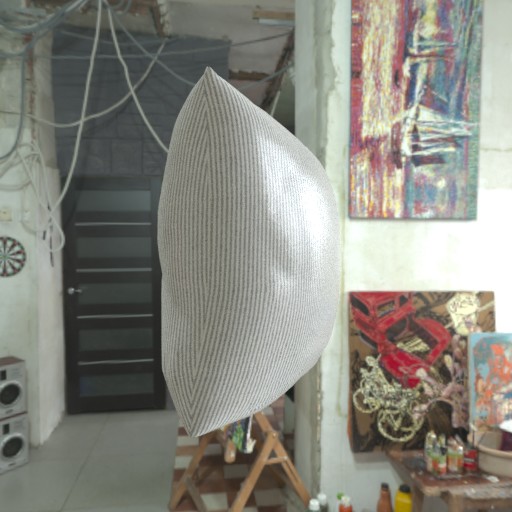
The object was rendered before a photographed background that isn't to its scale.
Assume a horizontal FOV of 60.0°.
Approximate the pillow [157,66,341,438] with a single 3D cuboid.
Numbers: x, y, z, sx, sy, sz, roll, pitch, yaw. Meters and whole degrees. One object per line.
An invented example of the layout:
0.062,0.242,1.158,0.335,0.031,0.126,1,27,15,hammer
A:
0.000,0.000,0.701,0.387,0.432,0.310,-2,3,-37,pillow
